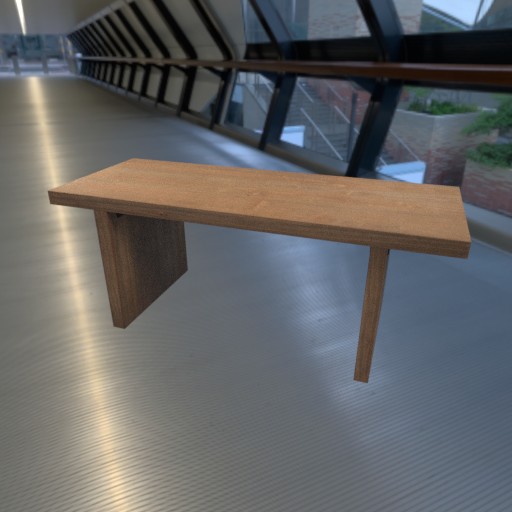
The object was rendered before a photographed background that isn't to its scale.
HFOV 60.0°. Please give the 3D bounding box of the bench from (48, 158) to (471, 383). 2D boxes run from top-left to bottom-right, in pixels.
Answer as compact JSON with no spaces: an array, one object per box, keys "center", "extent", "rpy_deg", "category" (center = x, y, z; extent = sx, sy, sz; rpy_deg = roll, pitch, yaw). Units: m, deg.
[{"center":[0.000,0.000,1.463],"extent":[1.183,0.458,0.458],"rpy_deg":[9,27,17],"category":"bench"}]
